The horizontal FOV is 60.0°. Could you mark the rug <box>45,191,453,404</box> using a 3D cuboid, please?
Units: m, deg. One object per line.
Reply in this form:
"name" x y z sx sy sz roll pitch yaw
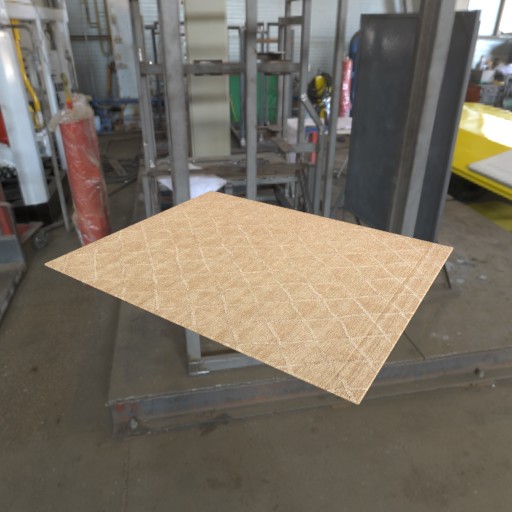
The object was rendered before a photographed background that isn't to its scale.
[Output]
"rug" 0.000 0.000 4.201 3.039 0.019 2.420 17 32 29
